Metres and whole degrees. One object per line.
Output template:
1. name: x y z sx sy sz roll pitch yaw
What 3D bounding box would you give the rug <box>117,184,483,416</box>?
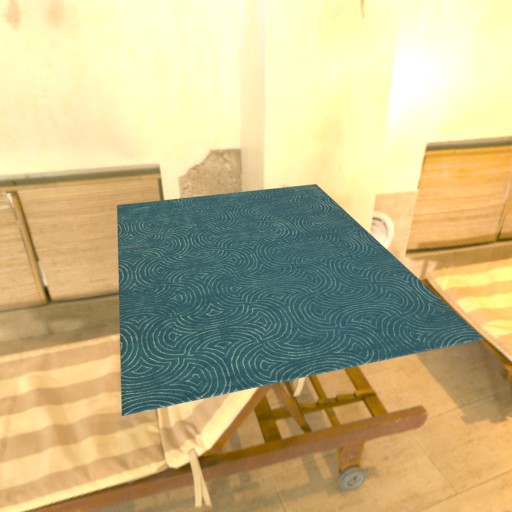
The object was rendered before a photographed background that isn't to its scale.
1. rug: 0.000 0.000 4.058 2.432 0.012 3.033 -8 31 -13
